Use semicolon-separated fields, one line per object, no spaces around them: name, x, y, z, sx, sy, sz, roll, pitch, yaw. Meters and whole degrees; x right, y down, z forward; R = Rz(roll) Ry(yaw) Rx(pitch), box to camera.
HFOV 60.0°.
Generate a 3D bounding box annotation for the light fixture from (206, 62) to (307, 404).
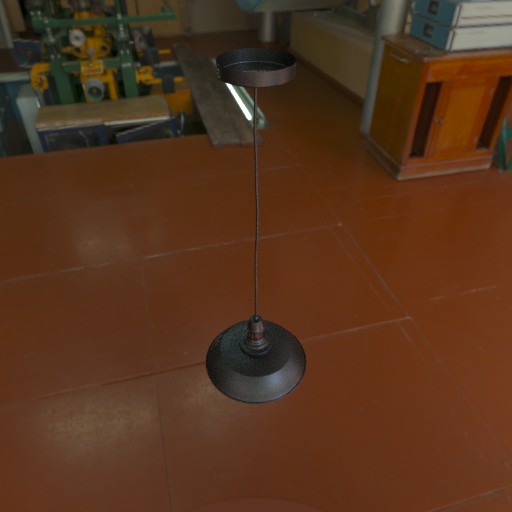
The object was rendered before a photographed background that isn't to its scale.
light fixture;0.000;0.000;1.178;0.331;0.993;0.331;12;41;14
